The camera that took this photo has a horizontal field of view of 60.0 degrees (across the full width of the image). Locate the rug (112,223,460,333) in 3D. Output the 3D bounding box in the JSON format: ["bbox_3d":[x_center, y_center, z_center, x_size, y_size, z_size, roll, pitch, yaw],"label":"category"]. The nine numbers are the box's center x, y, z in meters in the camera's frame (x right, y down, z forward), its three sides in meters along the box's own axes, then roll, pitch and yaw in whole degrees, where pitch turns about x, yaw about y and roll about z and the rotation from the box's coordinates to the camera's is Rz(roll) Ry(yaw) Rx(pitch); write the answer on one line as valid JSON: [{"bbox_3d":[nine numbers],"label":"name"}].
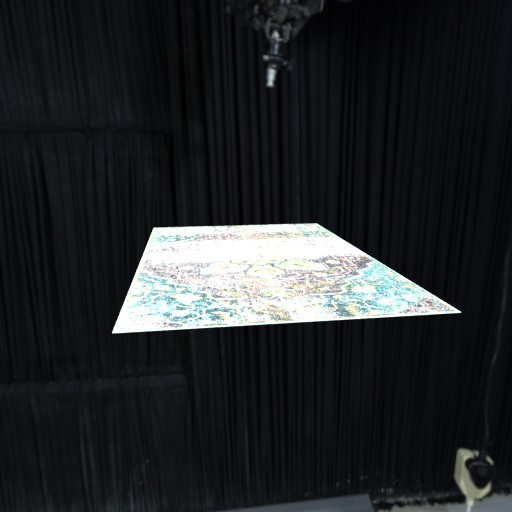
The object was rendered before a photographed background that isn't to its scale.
[{"bbox_3d":[0.000,0.000,3.014,1.566,0.004,2.363,-2,14,-7],"label":"rug"}]
